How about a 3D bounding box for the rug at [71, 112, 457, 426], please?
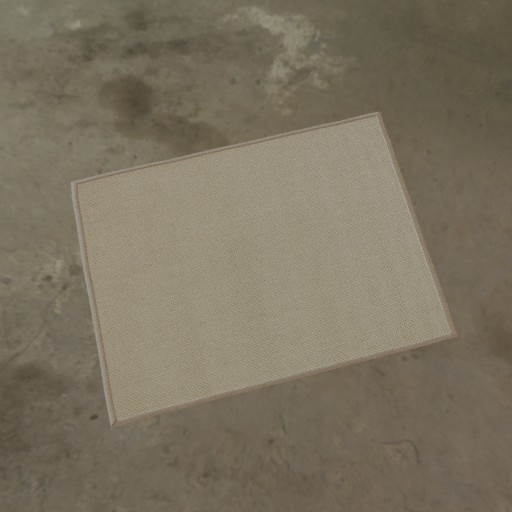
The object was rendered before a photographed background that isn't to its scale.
[{"bbox_3d":[0.000,0.000,2.719,2.081,0.020,1.525,-14,77,-3],"label":"rug"}]
